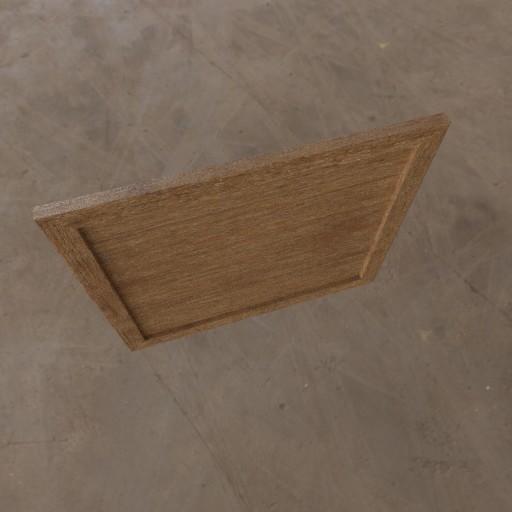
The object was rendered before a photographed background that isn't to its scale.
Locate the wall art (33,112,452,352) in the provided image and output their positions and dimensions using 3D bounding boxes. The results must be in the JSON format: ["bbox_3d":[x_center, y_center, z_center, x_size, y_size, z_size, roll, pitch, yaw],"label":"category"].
[{"bbox_3d":[0.000,0.000,0.960,0.690,0.588,0.026,-15,60,-9],"label":"wall art"}]
